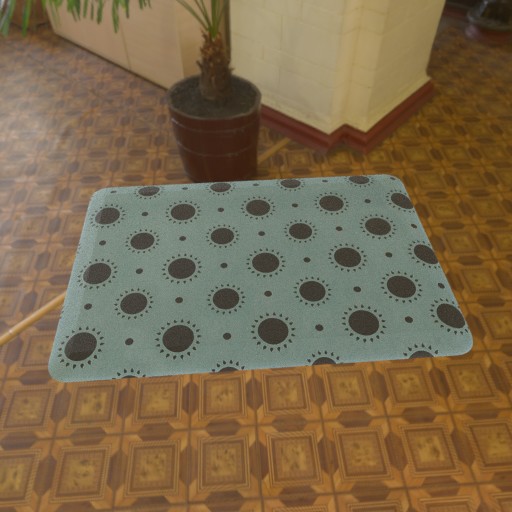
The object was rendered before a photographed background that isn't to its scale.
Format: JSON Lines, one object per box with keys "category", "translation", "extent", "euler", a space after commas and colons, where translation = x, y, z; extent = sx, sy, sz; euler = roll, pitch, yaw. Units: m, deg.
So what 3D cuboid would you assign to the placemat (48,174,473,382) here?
{"category": "placemat", "translation": [0.000, 0.000, 0.932], "extent": [0.762, 0.021, 0.508], "euler": [-3, 49, -3]}
